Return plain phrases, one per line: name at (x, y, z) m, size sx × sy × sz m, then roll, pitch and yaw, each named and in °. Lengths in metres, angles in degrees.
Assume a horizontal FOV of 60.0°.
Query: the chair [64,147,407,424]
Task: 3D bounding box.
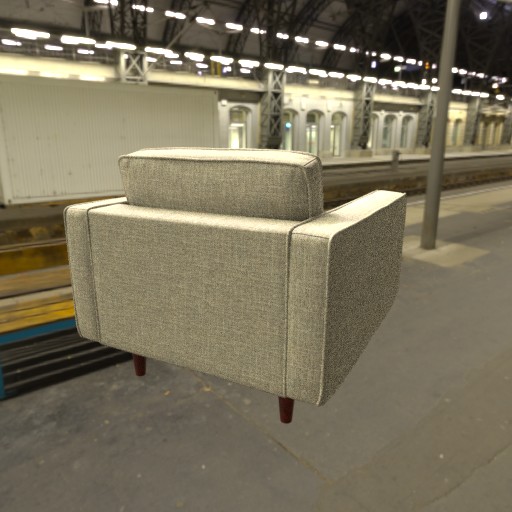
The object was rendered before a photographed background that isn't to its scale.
chair at (0.000, 0.000, 1.591) m, size 0.889 × 0.765 × 0.914 m, roll 8°, pitch 17°, yaw 27°
